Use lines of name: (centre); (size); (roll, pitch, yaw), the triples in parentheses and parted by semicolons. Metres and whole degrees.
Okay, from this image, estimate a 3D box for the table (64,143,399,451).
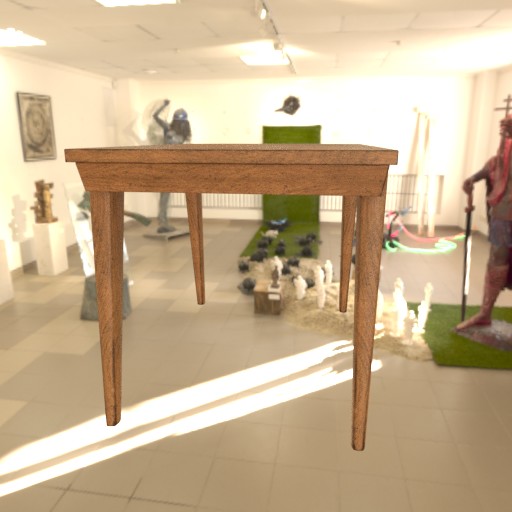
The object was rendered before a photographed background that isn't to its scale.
table: (0.000, 0.000, 1.573); (0.757, 0.760, 1.027); (2, 15, 8)
